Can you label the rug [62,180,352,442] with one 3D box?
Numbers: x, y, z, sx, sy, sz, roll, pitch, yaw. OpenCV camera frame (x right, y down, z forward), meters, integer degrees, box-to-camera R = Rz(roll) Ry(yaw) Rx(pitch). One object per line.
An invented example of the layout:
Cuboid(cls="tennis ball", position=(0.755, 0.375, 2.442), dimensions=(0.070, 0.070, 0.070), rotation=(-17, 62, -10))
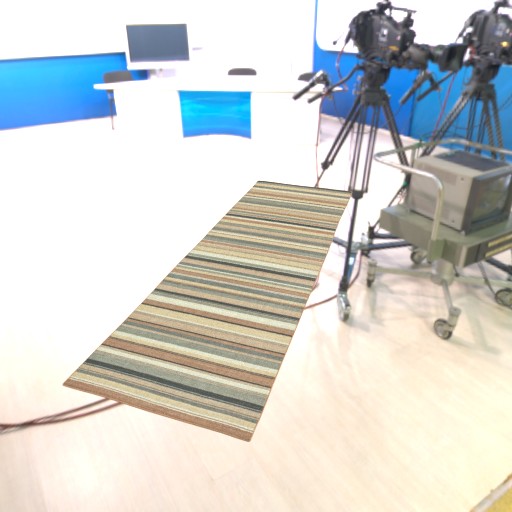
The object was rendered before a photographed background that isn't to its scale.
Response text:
Cuboid(cls="rug", position=(0.000, 0.000, 2.643), dimensions=(0.799, 0.010, 2.444), rotation=(10, 31, 16))
